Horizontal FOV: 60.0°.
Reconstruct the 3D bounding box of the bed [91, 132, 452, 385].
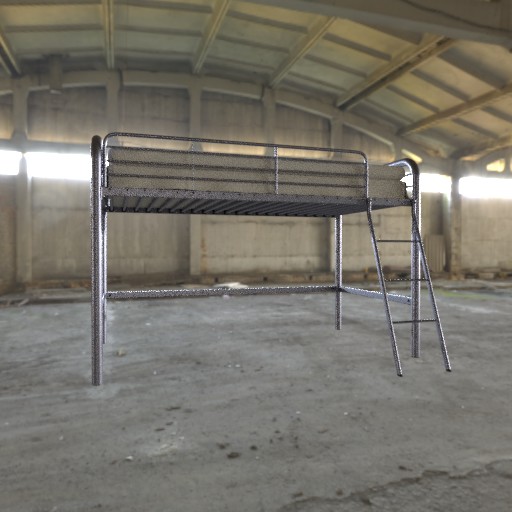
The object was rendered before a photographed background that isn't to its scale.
[{"bbox_3d":[0.000,0.000,2.866,1.965,1.288,1.415,0,1,-18],"label":"bed"}]
